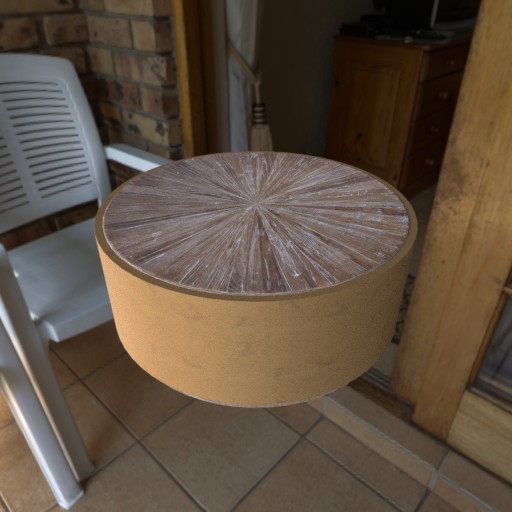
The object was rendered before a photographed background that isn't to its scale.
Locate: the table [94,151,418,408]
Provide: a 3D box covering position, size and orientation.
[{"bbox_3d":[0.000,0.000,1.541,1.001,0.409,1.001,0,33,0],"label":"table"}]
